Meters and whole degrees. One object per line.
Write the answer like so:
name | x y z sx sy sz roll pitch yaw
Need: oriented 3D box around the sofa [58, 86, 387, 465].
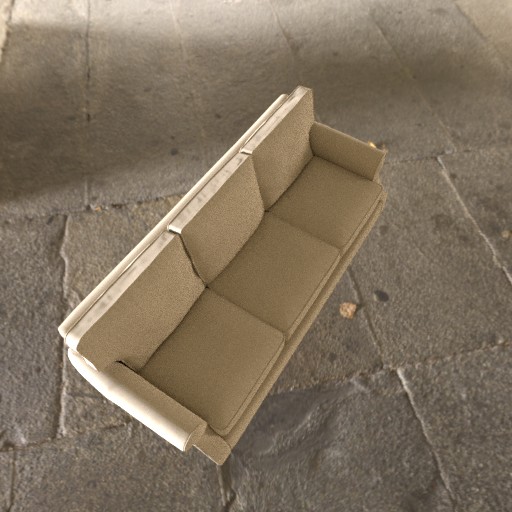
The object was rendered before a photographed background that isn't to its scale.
sofa | 0.000 0.000 2.815 0.966 0.948 2.354 29 62 17
